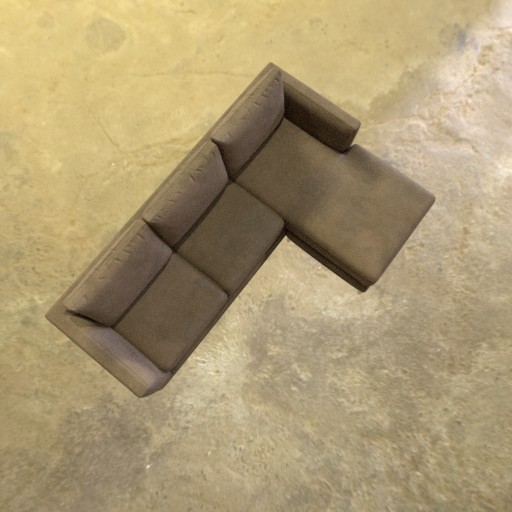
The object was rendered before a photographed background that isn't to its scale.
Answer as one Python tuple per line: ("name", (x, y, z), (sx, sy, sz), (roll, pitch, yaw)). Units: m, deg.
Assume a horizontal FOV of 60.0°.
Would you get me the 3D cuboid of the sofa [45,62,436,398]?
("sofa", (0.000, 0.000, 3.236), (1.622, 0.987, 2.438), (37, 79, 9))
